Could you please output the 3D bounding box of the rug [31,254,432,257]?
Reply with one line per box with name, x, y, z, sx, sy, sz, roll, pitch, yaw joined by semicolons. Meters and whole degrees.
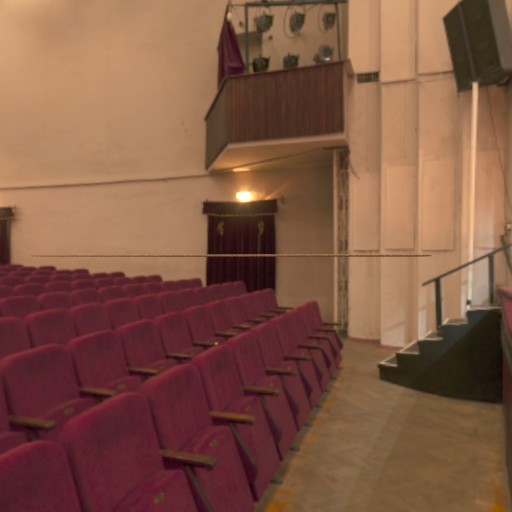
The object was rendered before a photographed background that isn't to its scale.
rug;0.000;0.000;4.244;3.048;0.013;2.439;0;0;18
